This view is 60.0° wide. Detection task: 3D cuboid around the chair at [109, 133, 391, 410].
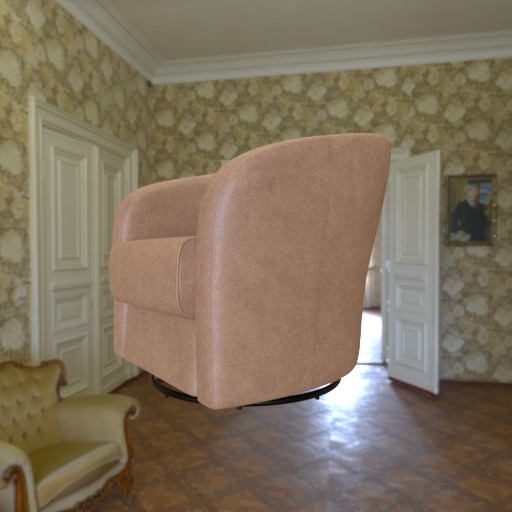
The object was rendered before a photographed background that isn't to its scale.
[{"bbox_3d":[0.000,0.000,1.427,0.815,0.771,0.791,0,0,-35],"label":"chair"}]
